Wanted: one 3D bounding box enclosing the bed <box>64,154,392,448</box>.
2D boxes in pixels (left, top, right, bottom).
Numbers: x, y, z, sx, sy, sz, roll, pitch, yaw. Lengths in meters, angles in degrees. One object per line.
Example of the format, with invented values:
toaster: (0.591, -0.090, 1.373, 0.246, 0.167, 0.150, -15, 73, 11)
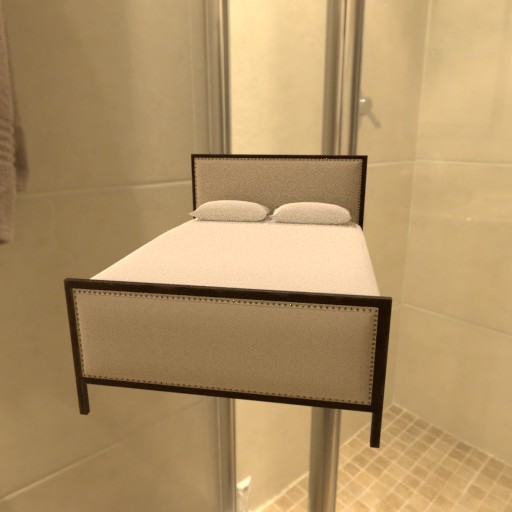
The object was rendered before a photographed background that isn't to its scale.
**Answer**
bed: (0.000, 0.000, 3.157, 1.607, 1.313, 2.221, 3, 16, 10)
